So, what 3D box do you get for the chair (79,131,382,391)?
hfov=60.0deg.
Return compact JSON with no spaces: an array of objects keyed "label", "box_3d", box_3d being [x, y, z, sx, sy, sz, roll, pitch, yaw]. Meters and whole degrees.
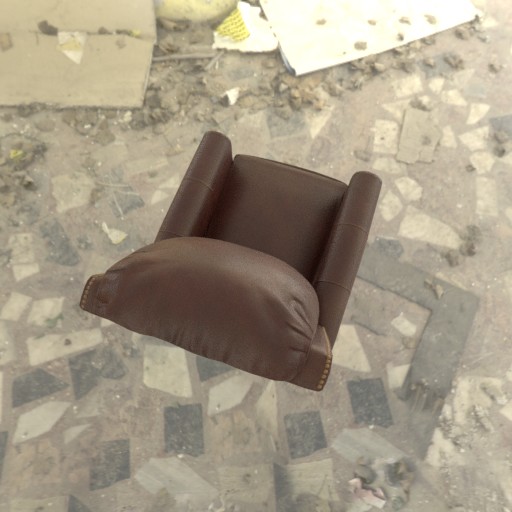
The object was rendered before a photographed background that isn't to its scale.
[{"label":"chair","box_3d":[0.000,0.000,1.823,0.826,1.022,1.089,18,64,9]}]
